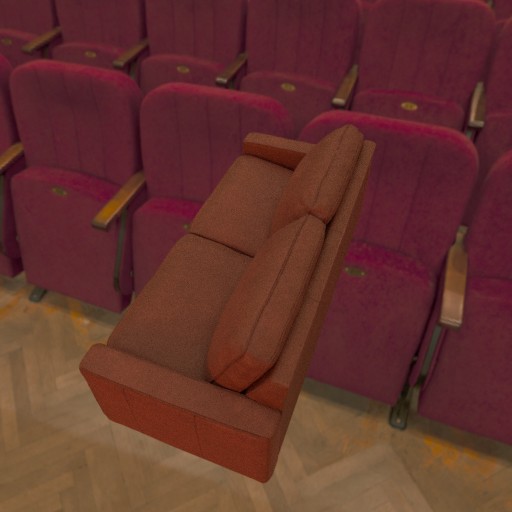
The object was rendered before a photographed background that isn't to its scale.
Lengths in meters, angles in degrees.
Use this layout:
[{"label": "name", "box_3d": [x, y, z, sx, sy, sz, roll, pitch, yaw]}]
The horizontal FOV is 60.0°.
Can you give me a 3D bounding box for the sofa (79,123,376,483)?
[{"label": "sofa", "box_3d": [0.000, 0.000, 2.567, 0.940, 0.919, 2.080, 16, 49, 14]}]
